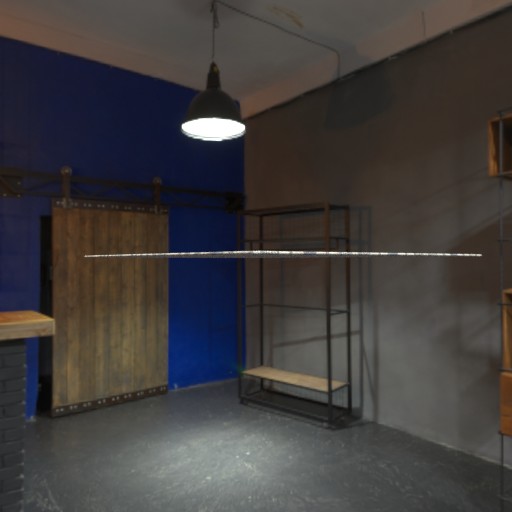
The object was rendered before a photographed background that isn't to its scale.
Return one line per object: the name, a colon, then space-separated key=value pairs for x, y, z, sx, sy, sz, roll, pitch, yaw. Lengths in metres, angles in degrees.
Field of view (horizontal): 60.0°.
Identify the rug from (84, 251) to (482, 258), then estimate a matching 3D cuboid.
rug: x=0.000 y=0.000 z=3.040 sx=1.676 sy=0.013 sz=2.261 roll=0 pitch=-1 yaw=-36
